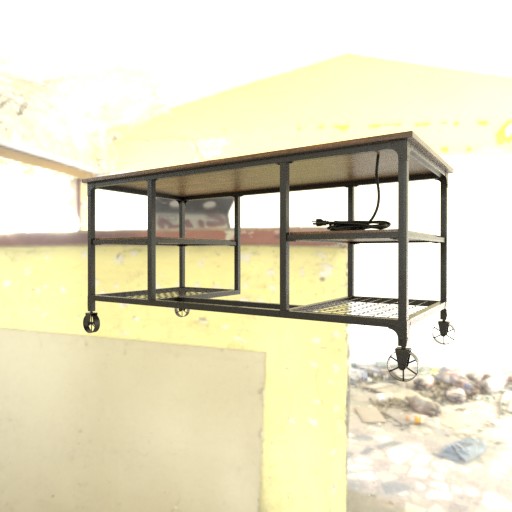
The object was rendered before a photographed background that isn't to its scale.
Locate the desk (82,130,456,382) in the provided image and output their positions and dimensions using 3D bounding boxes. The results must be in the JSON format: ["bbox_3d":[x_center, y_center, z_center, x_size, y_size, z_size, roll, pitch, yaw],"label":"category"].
[{"bbox_3d":[0.000,0.000,2.031,1.590,0.751,0.711,0,0,33],"label":"desk"}]
